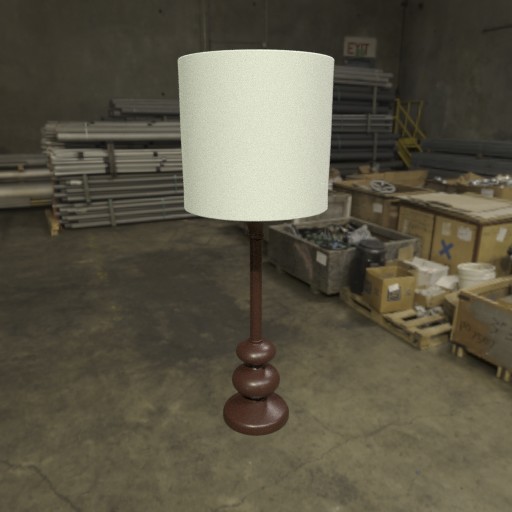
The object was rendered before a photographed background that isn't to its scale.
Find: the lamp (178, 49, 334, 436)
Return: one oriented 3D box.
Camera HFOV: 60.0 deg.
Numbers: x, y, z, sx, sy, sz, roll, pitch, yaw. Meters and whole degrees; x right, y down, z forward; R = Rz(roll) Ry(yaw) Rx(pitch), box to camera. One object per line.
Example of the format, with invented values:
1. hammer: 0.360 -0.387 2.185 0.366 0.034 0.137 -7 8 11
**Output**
1. lamp: 0.000 0.000 0.823 0.254 0.690 0.254 -7 18 -23
